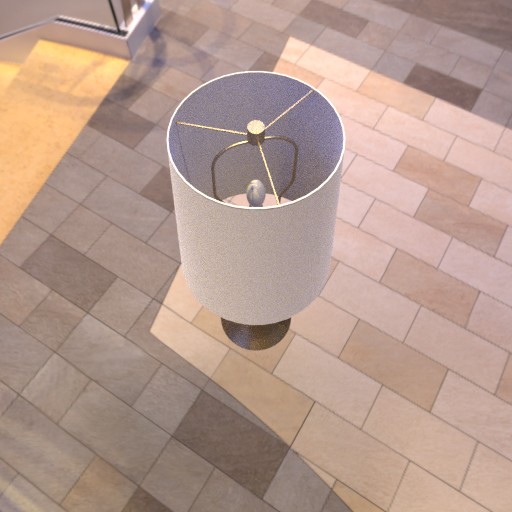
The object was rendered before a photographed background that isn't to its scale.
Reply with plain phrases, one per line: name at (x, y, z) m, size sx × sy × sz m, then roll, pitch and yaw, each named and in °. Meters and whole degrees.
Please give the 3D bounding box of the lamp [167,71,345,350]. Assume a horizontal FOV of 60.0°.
lamp at (0.000, 0.000, 0.694) m, size 0.231 × 0.569 × 0.231 m, roll 0°, pitch 63°, yaw 0°
